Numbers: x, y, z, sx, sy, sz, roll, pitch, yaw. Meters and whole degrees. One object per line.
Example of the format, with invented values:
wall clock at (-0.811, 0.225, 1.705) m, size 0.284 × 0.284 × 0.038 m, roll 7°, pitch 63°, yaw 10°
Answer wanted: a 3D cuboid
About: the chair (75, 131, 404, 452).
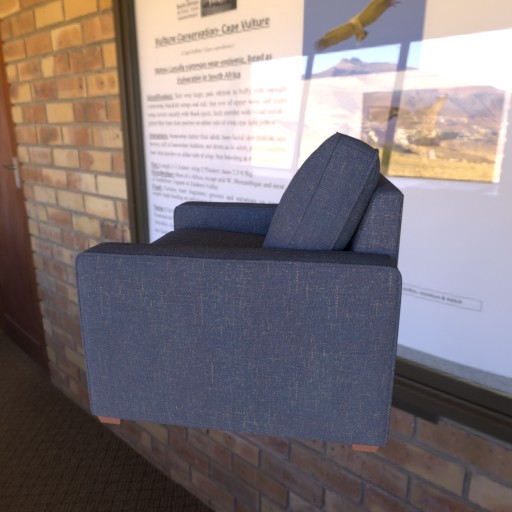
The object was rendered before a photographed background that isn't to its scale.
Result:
chair at (0.000, 0.000, 1.701) m, size 0.940 × 0.919 × 1.017 m, roll 3°, pitch 16°, yaw 9°
